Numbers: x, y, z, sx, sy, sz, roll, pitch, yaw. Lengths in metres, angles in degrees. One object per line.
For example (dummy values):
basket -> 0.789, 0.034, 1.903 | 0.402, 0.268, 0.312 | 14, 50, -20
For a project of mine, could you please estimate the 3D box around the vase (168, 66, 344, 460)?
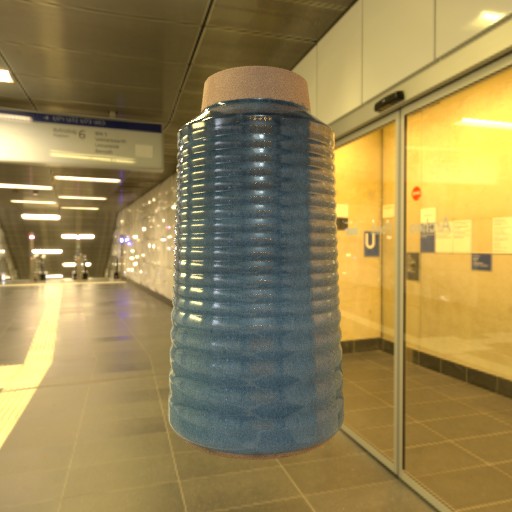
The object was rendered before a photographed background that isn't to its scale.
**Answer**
vase -> 0.000, 0.000, 0.416 | 0.163, 0.316, 0.163 | 0, 1, 0
